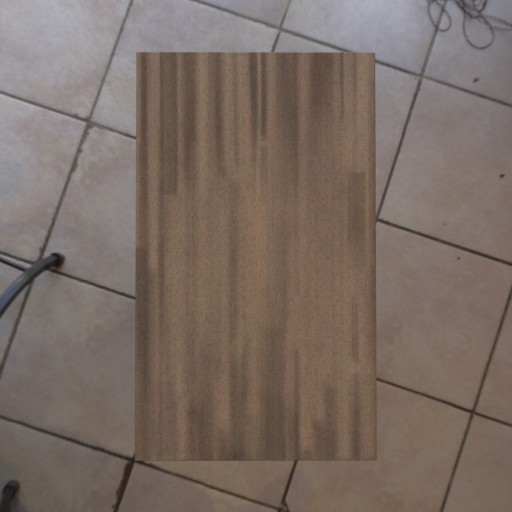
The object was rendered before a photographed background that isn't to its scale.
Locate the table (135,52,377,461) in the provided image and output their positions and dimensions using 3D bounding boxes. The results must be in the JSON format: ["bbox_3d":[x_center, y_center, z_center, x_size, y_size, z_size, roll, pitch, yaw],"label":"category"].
[{"bbox_3d":[0.000,0.000,1.351,0.643,0.347,1.088,0,89,0],"label":"table"}]
